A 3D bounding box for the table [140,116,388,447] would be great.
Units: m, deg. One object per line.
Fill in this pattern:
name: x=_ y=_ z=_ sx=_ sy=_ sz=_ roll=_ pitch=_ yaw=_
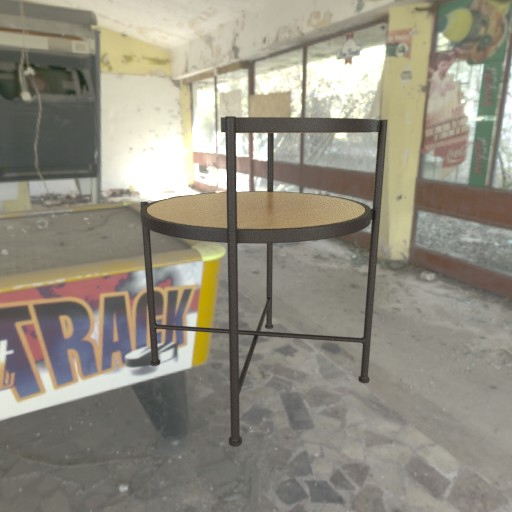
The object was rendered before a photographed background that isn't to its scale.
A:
table: x=0.000 y=0.000 z=1.167 sx=0.628 sy=0.684 sz=0.629 roll=2 pitch=16 yaw=8
